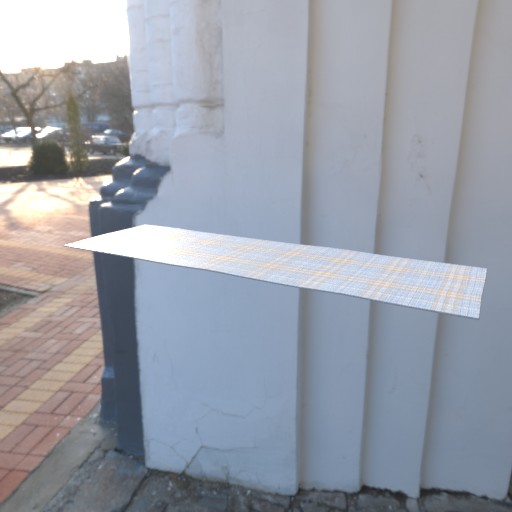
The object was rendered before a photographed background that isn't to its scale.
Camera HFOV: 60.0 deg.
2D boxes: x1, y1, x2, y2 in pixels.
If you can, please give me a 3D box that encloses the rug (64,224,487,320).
[{"bbox_3d":[0.000,0.000,2.644,2.439,0.013,0.762,8,18,28],"label":"rug"}]
